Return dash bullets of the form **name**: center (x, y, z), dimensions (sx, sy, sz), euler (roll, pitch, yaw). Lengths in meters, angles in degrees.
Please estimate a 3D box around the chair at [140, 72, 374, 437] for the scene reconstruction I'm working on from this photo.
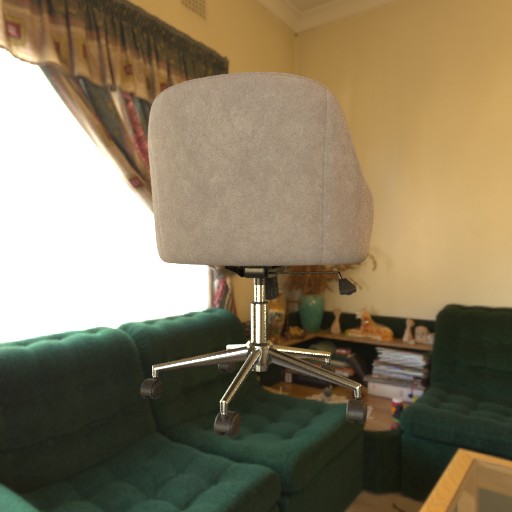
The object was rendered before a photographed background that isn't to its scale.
- **chair**: center (0.000, 0.000, 1.274), dimensions (0.635, 0.831, 0.573), euler (0, 1, 19)
